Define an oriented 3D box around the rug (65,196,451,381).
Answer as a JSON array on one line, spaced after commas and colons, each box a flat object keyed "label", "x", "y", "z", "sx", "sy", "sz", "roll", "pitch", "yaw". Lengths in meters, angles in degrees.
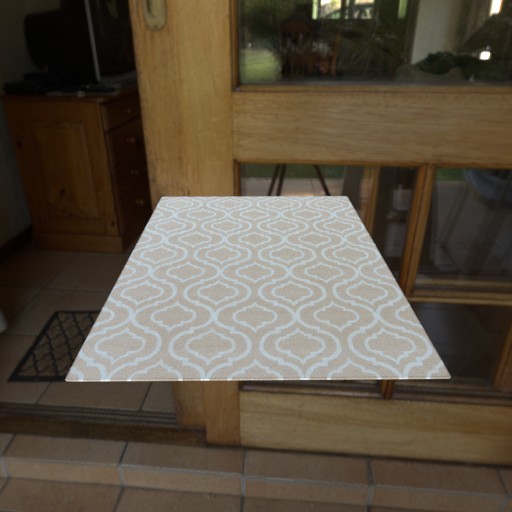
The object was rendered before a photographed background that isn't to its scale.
[{"label": "rug", "x": 0.000, "y": 0.000, "z": 2.692, "sx": 1.524, "sy": 0.010, "sz": 2.134, "roll": 0, "pitch": 27, "yaw": -1}]
